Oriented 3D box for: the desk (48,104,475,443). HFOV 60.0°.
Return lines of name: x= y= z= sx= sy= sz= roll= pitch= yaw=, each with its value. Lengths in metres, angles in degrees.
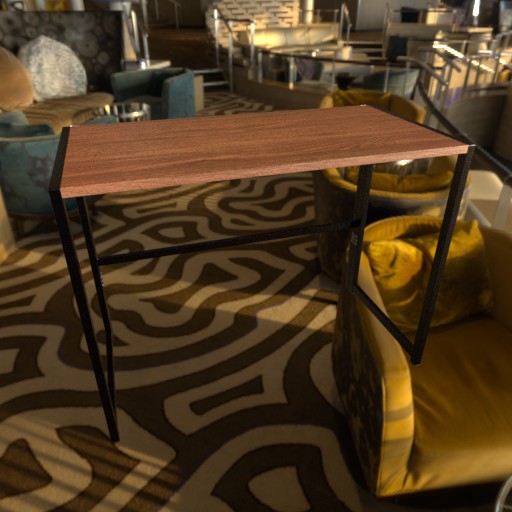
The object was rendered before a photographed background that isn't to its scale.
desk: x=0.000 y=0.000 z=1.395 sx=1.016 sy=0.762 sz=0.508 roll=-9 pitch=32 yaw=-15
